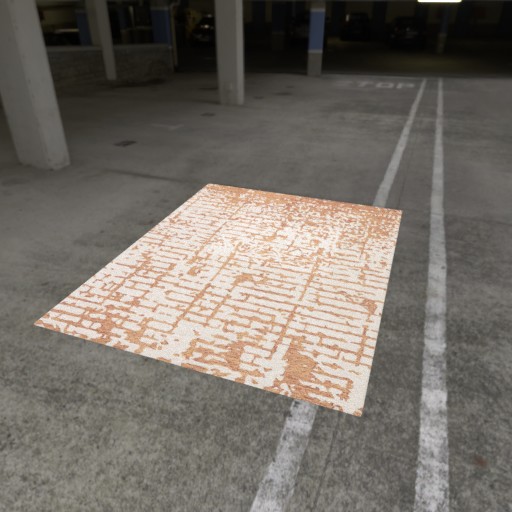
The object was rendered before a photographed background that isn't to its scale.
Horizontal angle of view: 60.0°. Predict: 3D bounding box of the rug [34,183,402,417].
[{"bbox_3d":[0.000,0.000,4.193,2.441,0.011,3.050,11,32,17],"label":"rug"}]
